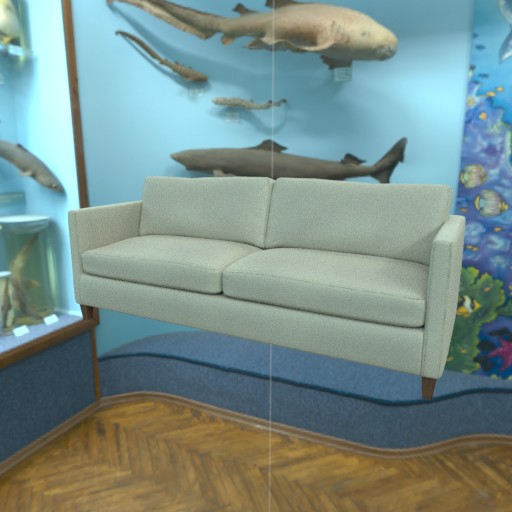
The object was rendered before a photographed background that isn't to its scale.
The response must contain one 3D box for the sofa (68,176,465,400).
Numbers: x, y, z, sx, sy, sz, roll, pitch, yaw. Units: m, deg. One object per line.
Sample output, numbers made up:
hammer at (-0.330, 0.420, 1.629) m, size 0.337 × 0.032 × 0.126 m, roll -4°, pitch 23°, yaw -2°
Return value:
sofa at (0.000, 0.000, 2.831) m, size 2.361 × 0.968 × 0.951 m, roll 7°, pitch 15°, yaw 26°
